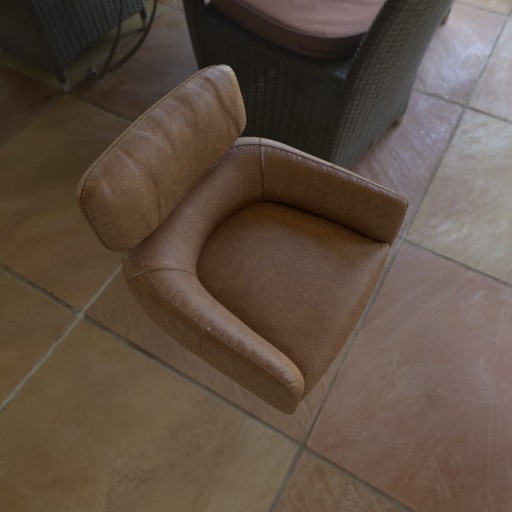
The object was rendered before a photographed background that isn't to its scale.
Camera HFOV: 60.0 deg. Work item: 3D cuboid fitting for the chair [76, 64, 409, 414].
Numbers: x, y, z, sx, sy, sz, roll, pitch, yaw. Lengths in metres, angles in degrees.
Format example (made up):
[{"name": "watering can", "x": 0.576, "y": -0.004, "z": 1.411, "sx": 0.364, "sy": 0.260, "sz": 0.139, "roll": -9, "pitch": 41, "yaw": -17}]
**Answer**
[{"name": "chair", "x": 0.000, "y": 0.000, "z": 1.360, "sx": 0.715, "sy": 0.812, "sz": 0.706, "roll": 29, "pitch": 63, "yaw": 17}]
